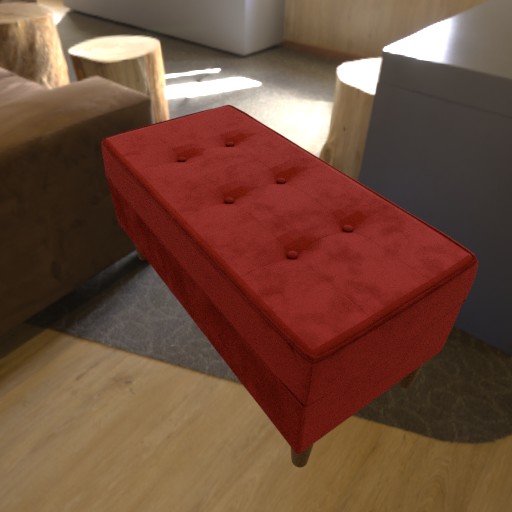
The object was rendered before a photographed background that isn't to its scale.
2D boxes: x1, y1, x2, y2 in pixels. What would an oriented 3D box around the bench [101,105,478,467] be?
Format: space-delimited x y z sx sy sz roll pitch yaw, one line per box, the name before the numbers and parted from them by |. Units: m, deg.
bench | 0.000 0.000 1.287 0.492 0.471 1.016 -25 47 -26
